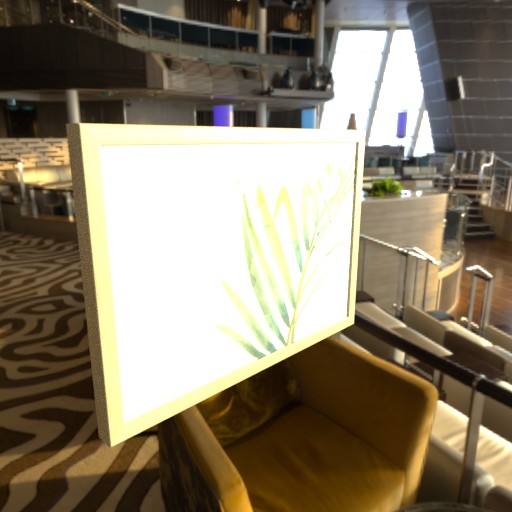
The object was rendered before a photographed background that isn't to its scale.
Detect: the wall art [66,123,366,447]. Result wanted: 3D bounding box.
[{"bbox_3d":[0.000,0.000,0.685,0.533,0.381,0.032,-14,21,-43],"label":"wall art"}]
